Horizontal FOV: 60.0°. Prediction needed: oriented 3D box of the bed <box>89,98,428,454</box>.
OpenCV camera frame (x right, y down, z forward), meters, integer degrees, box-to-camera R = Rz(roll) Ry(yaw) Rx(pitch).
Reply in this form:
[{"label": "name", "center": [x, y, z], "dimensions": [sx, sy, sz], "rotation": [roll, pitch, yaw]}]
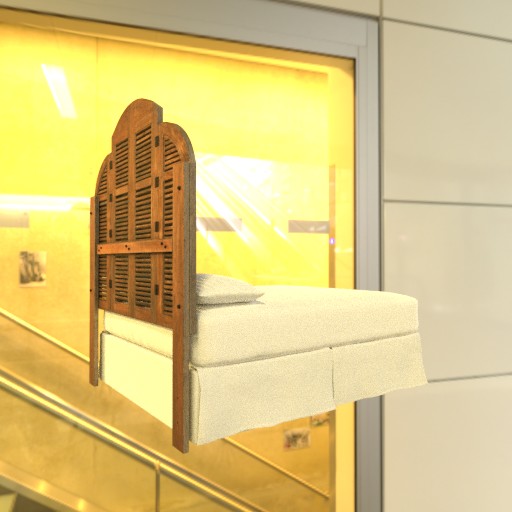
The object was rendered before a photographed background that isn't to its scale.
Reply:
[{"label": "bed", "center": [0.000, 0.000, 3.522], "dimensions": [2.138, 2.019, 1.713], "rotation": [0, -1, -37]}]
